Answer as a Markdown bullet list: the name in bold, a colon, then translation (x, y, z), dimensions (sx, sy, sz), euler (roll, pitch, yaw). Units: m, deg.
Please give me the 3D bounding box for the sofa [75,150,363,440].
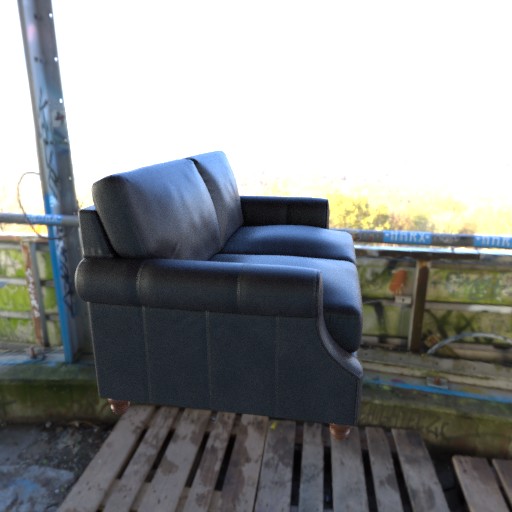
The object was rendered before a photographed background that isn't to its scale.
- **sofa**: translation (0.000, 0.000, 2.280), dimensions (1.030, 0.979, 1.663), euler (3, 17, 9)
